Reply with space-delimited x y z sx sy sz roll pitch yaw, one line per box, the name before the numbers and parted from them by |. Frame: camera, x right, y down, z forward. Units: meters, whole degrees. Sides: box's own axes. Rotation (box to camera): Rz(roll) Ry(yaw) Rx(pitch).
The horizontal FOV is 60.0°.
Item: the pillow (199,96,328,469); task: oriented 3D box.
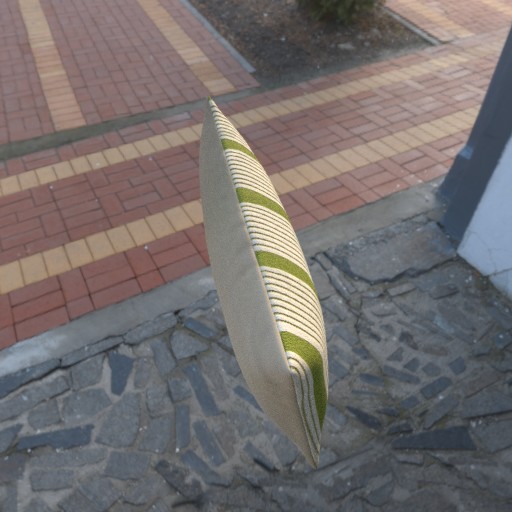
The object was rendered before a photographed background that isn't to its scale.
pillow | 0.000 0.000 0.742 0.156 0.292 0.608 -9 46 -9
